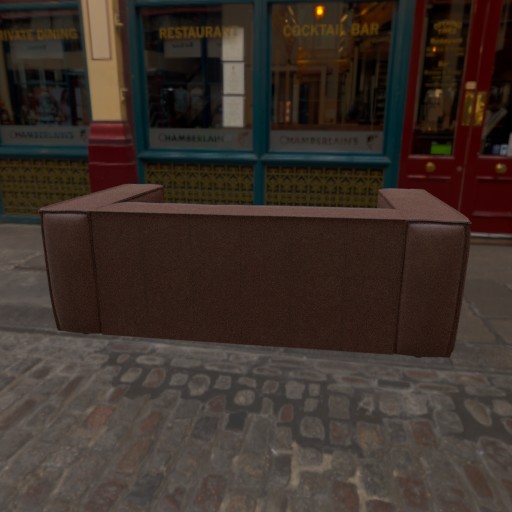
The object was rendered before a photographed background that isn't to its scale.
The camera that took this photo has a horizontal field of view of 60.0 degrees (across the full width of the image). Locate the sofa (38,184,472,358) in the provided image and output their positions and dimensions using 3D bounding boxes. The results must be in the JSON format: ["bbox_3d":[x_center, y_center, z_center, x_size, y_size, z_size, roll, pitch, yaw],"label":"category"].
[{"bbox_3d":[0.000,0.000,2.620,2.088,0.703,1.102,2,16,8],"label":"sofa"}]
